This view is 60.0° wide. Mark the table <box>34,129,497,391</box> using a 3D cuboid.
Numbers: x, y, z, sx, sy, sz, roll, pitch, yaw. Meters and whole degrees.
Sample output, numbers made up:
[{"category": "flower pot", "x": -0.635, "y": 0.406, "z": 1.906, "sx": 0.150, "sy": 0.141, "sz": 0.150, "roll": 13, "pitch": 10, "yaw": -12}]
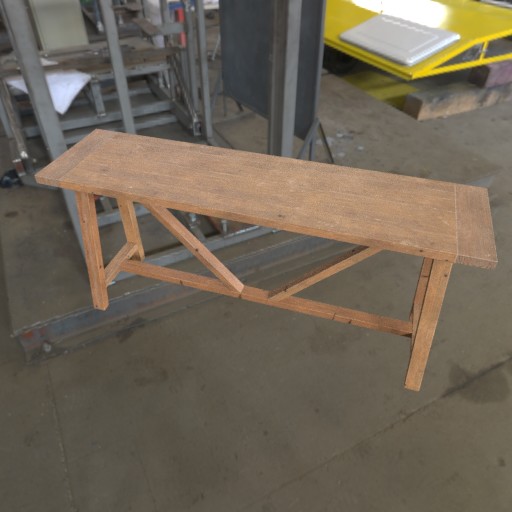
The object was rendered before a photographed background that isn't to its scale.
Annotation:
[{"category": "table", "x": 0.000, "y": 0.000, "z": 2.084, "sx": 1.800, "sy": 0.810, "sz": 0.465, "roll": 12, "pitch": 42, "yaw": 13}]
